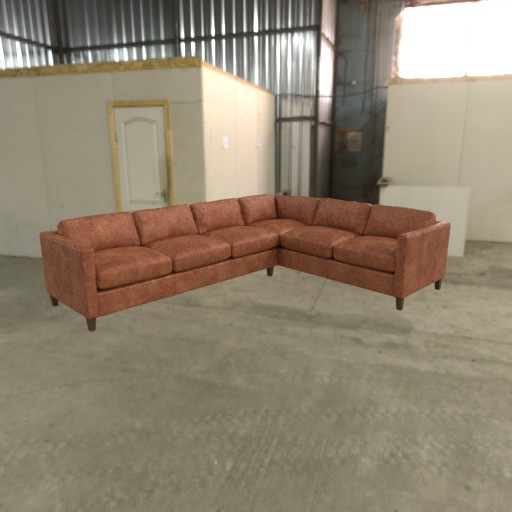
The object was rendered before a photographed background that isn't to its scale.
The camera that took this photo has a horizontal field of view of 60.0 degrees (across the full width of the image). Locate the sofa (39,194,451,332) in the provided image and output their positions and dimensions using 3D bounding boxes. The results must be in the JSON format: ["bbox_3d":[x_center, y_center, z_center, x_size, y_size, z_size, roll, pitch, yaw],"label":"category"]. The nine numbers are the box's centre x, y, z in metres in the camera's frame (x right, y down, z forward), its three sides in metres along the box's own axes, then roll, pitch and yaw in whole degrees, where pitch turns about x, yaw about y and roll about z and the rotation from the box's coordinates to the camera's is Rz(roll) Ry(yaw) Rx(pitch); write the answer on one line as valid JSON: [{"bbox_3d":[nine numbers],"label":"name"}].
[{"bbox_3d":[0.000,0.000,4.309,3.167,0.838,2.438,-14,21,-43],"label":"sofa"}]
